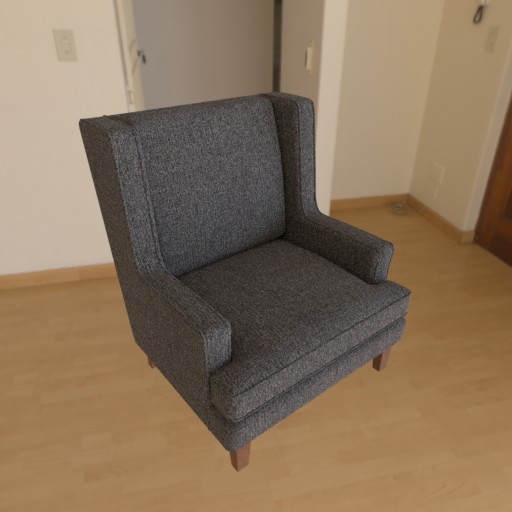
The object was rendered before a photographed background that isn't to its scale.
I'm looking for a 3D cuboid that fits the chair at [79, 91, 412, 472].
[{"bbox_3d":[0.000,0.000,1.808,0.942,1.082,0.927,-21,36,-33],"label":"chair"}]
